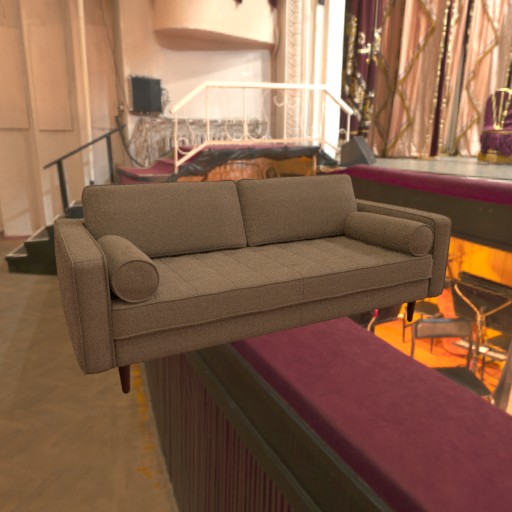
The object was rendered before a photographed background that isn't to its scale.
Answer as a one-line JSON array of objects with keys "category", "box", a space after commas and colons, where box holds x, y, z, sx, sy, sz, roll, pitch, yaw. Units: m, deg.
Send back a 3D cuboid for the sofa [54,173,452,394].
[{"category": "sofa", "box": [0.000, 0.000, 2.314, 1.879, 0.762, 0.914, -8, 17, -26]}]
